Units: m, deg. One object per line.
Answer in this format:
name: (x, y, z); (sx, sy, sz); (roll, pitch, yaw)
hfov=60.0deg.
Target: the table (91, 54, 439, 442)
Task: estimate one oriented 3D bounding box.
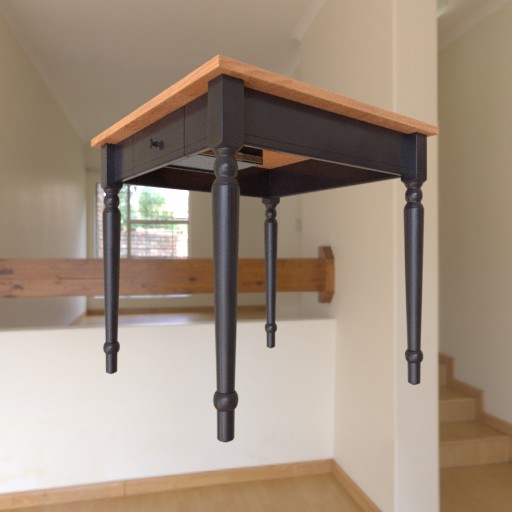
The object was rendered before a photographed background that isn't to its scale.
table: (0.000, 0.000, 1.336); (0.747, 0.738, 0.747); (0, 0, -37)
